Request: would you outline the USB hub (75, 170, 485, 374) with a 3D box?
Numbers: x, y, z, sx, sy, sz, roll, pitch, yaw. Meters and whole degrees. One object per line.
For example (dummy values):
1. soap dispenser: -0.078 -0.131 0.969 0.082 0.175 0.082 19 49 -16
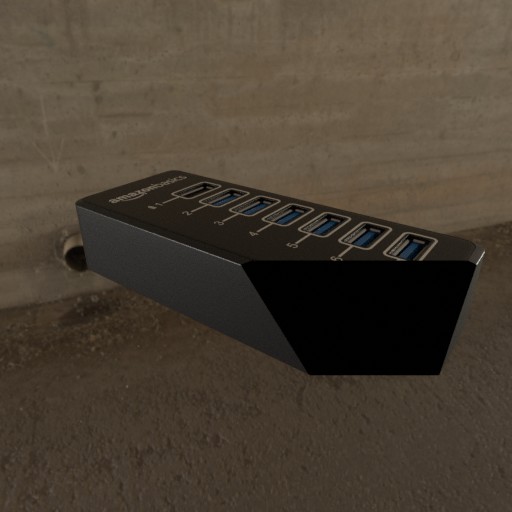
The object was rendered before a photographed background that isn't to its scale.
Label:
1. USB hub: 0.000 0.000 0.127 0.110 0.023 0.044 19 33 32
